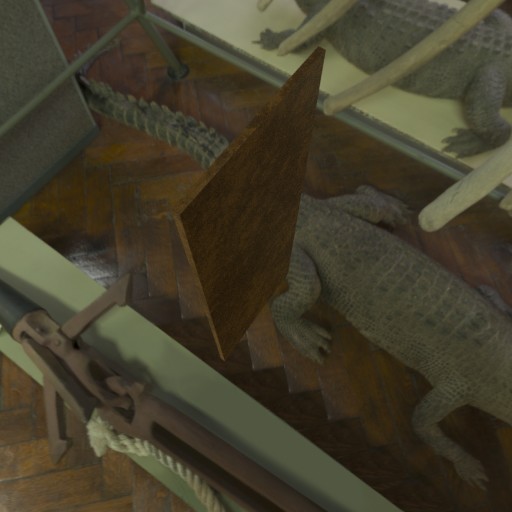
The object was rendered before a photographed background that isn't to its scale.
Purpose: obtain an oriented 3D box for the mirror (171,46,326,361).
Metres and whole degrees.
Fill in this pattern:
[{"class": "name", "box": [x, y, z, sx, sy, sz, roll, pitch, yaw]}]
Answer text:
[{"class": "mirror", "box": [0.000, 0.000, 2.336, 0.032, 2.031, 0.812, 32, 69, 14]}]
